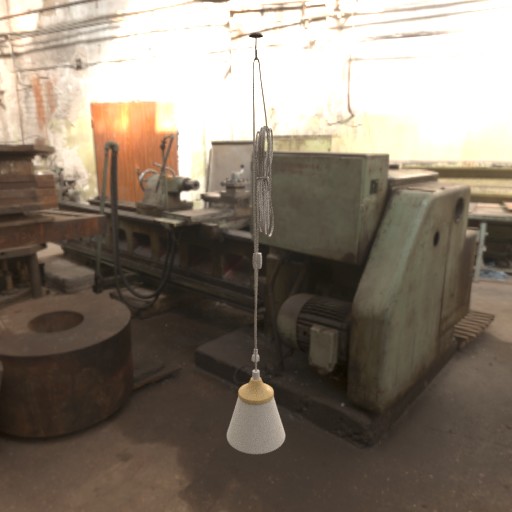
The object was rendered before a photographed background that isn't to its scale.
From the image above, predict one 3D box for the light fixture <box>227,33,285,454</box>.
[{"bbox_3d":[0.000,0.000,1.053,0.153,0.966,0.153,7,15,26],"label":"light fixture"}]
